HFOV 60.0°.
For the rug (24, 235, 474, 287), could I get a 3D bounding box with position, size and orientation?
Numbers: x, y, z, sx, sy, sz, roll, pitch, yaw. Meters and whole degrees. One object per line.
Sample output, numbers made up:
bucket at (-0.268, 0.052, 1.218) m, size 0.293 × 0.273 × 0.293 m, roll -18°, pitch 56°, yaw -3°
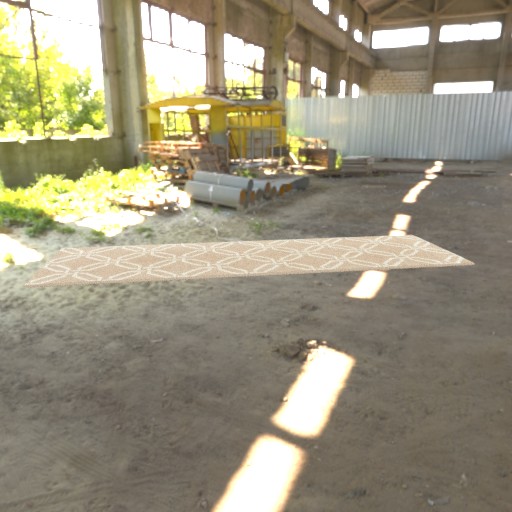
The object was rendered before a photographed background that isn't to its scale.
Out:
rug at (0.000, 0.000, 2.530) m, size 2.276 × 0.014 × 0.678 m, roll -2°, pitch 16°, yaw -9°
